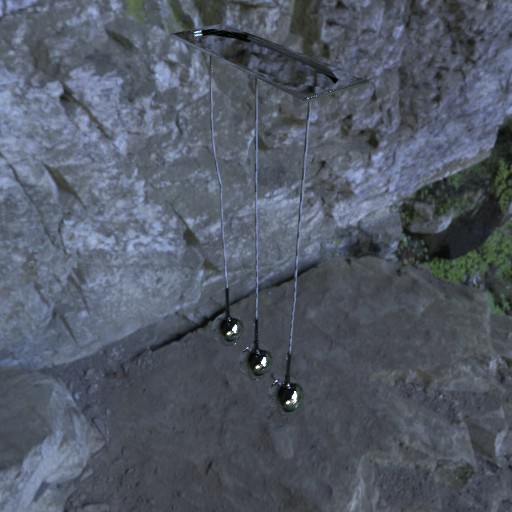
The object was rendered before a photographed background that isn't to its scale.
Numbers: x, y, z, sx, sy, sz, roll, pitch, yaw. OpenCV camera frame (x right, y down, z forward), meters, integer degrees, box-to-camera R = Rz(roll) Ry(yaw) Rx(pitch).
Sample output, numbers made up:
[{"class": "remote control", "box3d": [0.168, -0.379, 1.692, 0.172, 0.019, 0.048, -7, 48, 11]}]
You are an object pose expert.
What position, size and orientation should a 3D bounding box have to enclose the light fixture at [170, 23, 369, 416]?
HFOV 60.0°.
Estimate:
[{"class": "light fixture", "box3d": [0.000, 0.000, 1.621, 0.188, 1.408, 0.623, -25, 47, -26]}]
